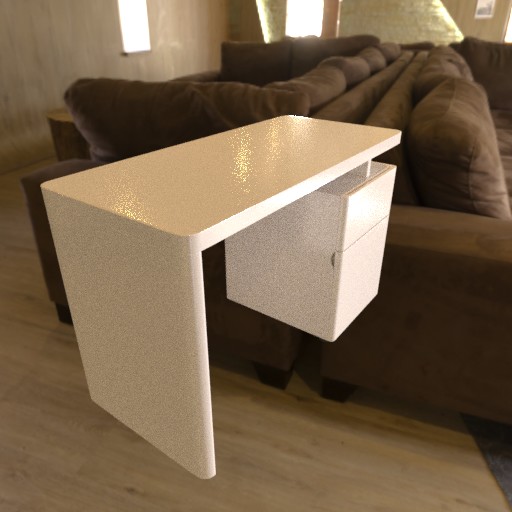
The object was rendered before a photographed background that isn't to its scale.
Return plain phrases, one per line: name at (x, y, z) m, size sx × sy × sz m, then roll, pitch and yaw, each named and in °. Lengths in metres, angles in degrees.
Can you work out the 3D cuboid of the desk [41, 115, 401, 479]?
desk at (0.000, 0.000, 1.613) m, size 0.550 × 0.760 × 1.200 m, roll 19°, pitch 33°, yaw 32°
